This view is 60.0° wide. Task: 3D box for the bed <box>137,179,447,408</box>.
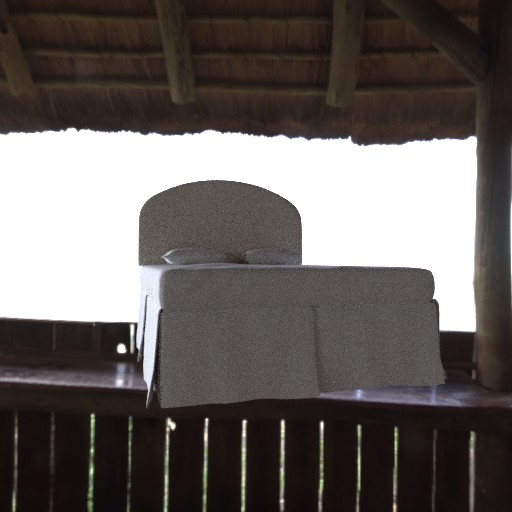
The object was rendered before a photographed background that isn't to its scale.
[{"bbox_3d":[0.000,0.000,3.111,1.607,1.410,2.005,0,-1,-17],"label":"bed"}]
